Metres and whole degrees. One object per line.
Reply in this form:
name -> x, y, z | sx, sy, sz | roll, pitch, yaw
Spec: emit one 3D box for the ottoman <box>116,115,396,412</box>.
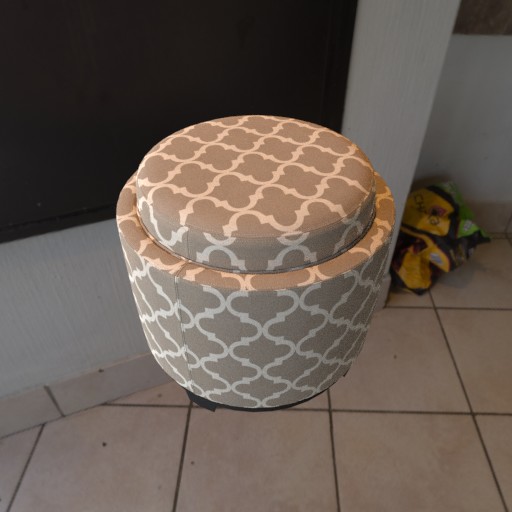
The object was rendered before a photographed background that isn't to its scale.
ottoman -> 0.000, 0.000, 0.861 | 0.480, 0.429, 0.480 | 0, 41, 0
